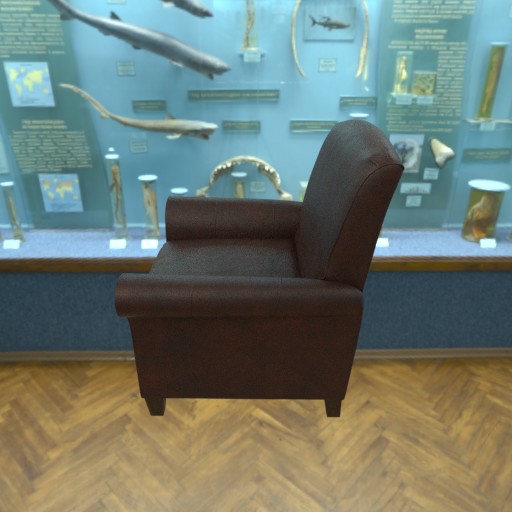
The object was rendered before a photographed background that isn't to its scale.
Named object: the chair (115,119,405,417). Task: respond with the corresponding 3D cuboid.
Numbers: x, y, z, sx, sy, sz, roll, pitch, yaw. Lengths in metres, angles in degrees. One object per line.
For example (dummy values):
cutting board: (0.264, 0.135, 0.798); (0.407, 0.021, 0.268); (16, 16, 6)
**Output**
chair: (0.000, 0.000, 1.832); (0.902, 1.061, 0.978); (0, 25, 0)
